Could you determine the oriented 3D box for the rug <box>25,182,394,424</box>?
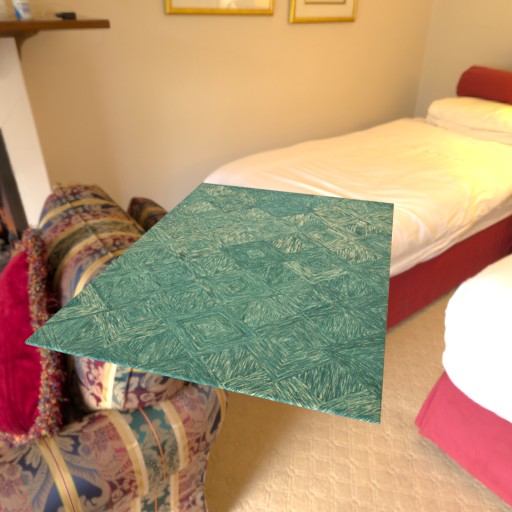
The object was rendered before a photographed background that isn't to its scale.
[{"bbox_3d":[0.000,0.000,4.122,2.405,0.027,3.217,8,31,14],"label":"rug"}]
